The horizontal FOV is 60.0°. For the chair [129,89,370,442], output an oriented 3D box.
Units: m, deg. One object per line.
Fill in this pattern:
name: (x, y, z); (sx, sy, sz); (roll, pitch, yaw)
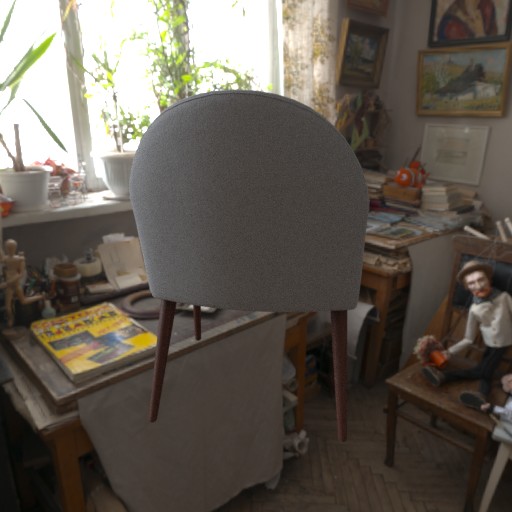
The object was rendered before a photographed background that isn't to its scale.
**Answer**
chair: (0.000, 0.000, 1.301); (0.610, 0.889, 0.620); (3, 18, 8)
